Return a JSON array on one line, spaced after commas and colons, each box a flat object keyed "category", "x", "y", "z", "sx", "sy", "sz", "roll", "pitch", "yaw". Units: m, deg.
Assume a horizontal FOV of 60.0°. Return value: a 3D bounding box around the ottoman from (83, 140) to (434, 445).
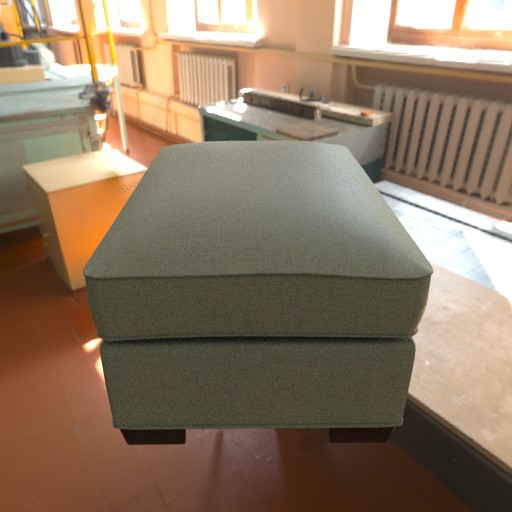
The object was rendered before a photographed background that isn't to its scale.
[{"category": "ottoman", "x": 0.000, "y": 0.000, "z": 1.206, "sx": 0.619, "sy": 0.504, "sz": 0.843, "roll": 0, "pitch": 29, "yaw": -1}]
